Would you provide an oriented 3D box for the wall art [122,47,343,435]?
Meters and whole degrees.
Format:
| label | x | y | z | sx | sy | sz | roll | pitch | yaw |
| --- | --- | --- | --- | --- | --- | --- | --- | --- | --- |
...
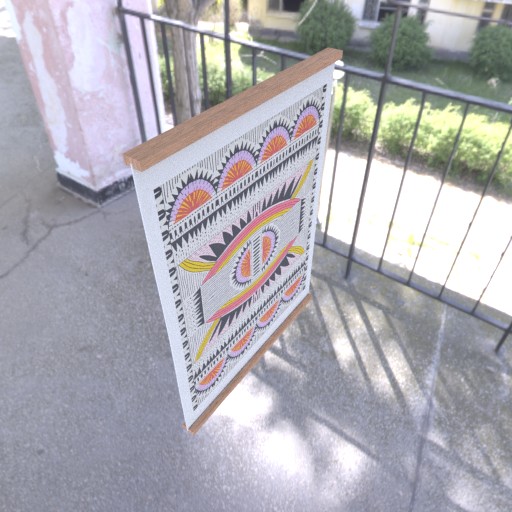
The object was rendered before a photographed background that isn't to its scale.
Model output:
| label | x | y | z | sx | sy | sz | roll | pitch | yaw |
| --- | --- | --- | --- | --- | --- | --- | --- | --- | --- |
| wall art | 0.000 | 0.000 | 0.814 | 0.028 | 0.609 | 0.456 | 26 | 48 | 26 |
